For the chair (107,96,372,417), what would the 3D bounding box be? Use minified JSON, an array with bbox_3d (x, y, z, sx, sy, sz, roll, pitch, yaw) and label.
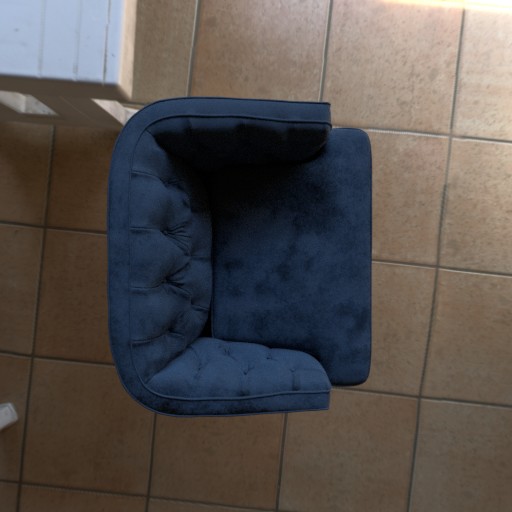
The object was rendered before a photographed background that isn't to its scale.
[{"bbox_3d":[0.000,0.000,1.801,0.940,0.852,1.094,0,91,1],"label":"chair"}]
